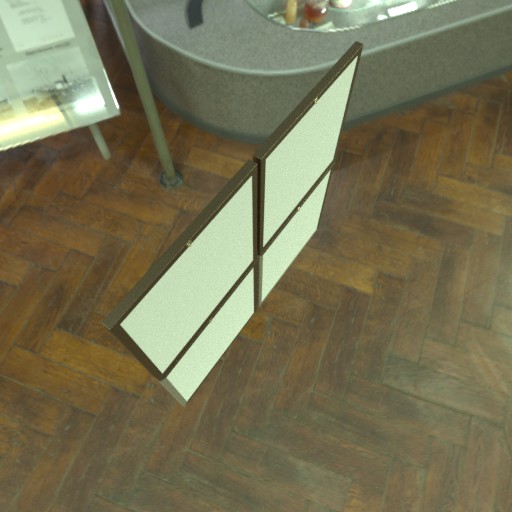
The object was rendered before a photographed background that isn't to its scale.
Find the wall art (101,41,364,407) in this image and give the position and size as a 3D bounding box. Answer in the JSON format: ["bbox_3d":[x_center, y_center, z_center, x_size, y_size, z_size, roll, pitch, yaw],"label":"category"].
[{"bbox_3d":[0.000,0.000,1.535,0.030,1.032,1.032,32,67,15],"label":"wall art"}]
